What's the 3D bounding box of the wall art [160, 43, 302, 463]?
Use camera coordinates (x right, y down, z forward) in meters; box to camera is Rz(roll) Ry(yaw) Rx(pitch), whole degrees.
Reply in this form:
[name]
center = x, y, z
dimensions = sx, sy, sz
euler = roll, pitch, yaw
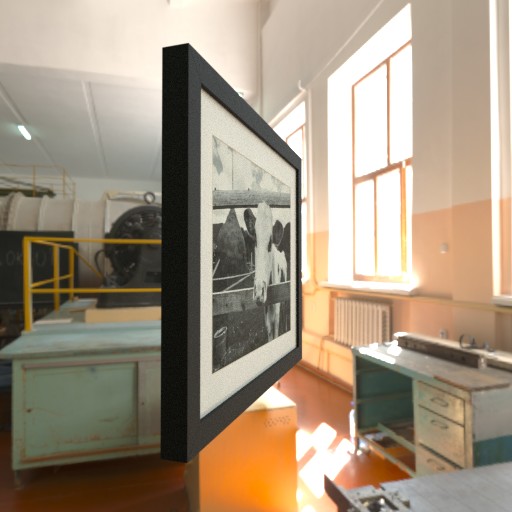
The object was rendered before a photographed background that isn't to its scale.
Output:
[wall art]
center = 0.000, 0.000, 0.541
dimensions = 0.024, 0.329, 0.404
euler = 0, -1, 19
